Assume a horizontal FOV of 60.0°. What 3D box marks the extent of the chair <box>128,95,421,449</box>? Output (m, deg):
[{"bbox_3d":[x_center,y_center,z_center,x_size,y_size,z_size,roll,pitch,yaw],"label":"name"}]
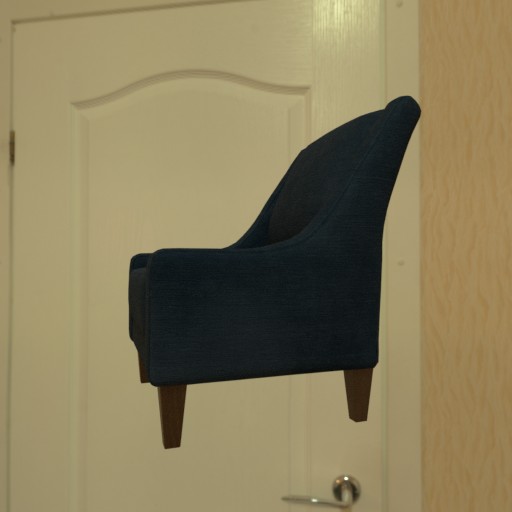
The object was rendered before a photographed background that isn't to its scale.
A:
[{"bbox_3d":[0.000,0.000,1.609,0.870,1.014,0.774,0,-1,-20],"label":"chair"}]
